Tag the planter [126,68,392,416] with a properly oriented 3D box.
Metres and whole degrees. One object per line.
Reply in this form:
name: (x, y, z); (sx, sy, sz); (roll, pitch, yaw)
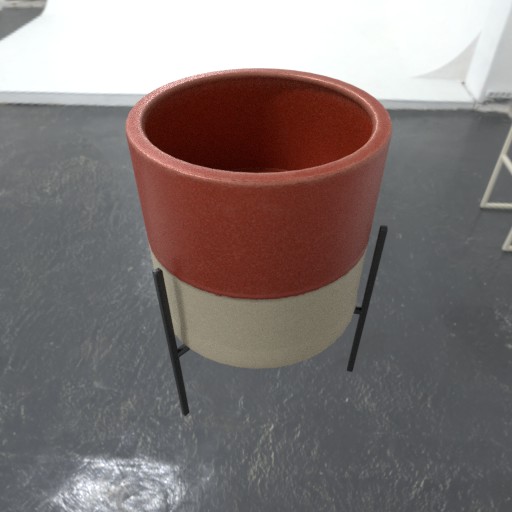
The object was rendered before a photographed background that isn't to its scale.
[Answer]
planter: (0.000, 0.000, 0.516); (0.235, 0.354, 0.251); (-11, 43, -12)
